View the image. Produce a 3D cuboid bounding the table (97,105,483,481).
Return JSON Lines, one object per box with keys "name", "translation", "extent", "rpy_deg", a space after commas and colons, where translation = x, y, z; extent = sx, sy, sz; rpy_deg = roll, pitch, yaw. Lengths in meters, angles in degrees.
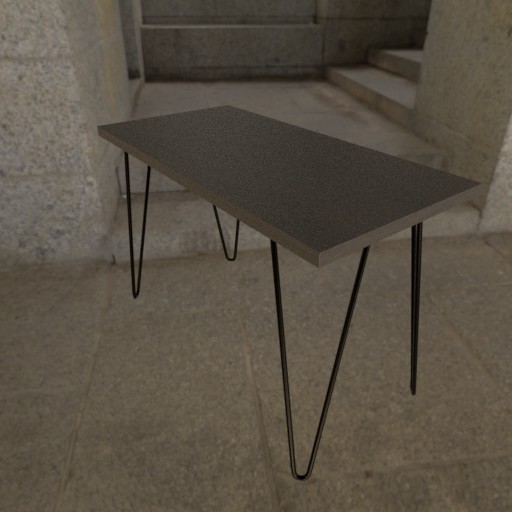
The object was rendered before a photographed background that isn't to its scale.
{"name": "table", "translation": [0.000, 0.000, 1.352], "extent": [0.499, 0.660, 0.991], "rpy_deg": [-21, 37, -31]}
